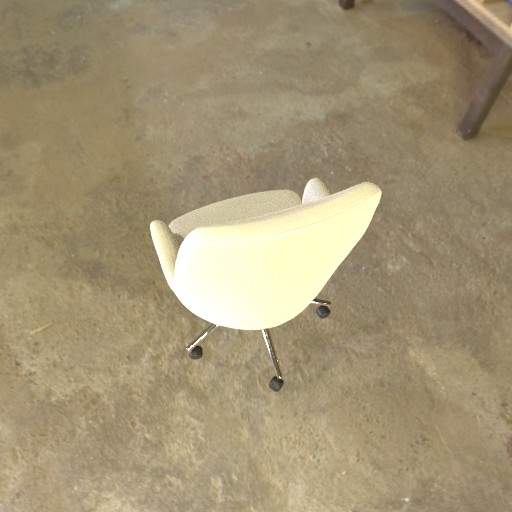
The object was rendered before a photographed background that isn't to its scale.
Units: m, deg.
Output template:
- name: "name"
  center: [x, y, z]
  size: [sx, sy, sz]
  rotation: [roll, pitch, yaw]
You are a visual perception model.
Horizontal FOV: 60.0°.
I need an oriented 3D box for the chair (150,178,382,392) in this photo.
- name: "chair"
  center: [0.000, 0.000, 1.451]
  size: [0.620, 1.049, 0.640]
  rotation: [-16, 60, -10]
